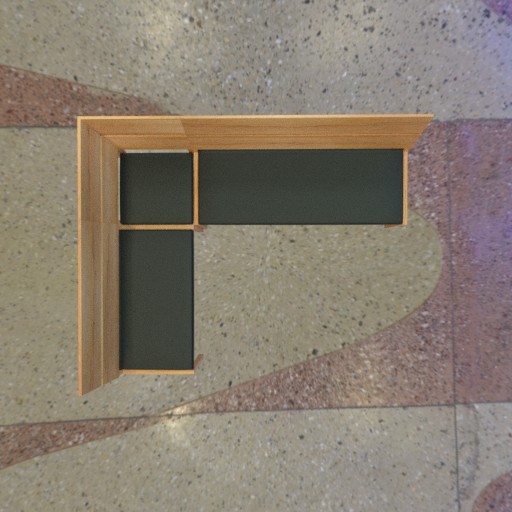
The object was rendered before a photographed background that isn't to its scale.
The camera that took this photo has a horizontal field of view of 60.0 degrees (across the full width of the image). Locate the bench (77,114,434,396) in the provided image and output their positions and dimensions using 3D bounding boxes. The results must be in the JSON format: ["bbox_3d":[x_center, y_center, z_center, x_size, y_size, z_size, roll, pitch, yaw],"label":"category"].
[{"bbox_3d":[0.000,0.000,2.868,1.948,0.890,1.548,0,91,1],"label":"bench"}]
